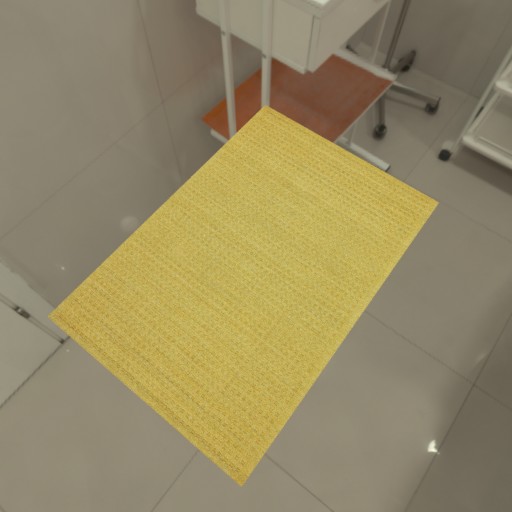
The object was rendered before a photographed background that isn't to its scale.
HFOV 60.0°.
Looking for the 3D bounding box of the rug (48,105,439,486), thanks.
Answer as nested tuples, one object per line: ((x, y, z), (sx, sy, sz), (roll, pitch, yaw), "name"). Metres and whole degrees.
((0.000, 0.000, 3.793), (1.981, 0.006, 2.895), (34, 68, 16), "rug")
